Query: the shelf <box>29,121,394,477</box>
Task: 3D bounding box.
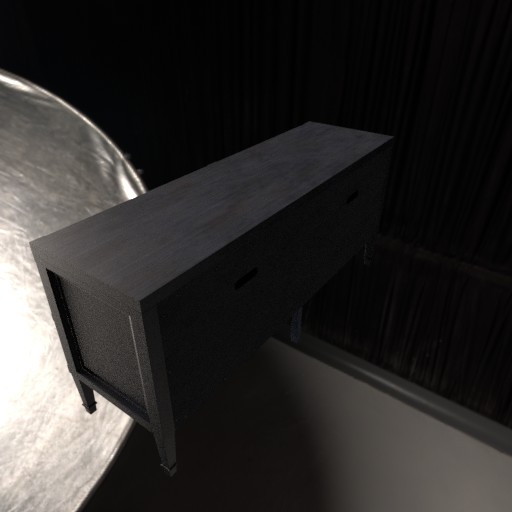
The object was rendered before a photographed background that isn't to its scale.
[{"bbox_3d":[0.000,0.000,1.873,0.479,0.719,1.575,21,37,30],"label":"shelf"}]
